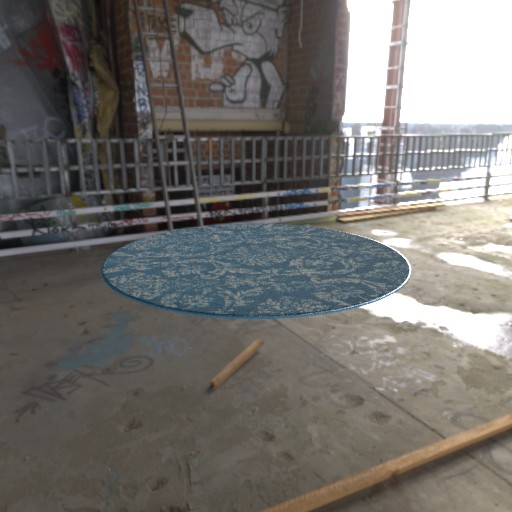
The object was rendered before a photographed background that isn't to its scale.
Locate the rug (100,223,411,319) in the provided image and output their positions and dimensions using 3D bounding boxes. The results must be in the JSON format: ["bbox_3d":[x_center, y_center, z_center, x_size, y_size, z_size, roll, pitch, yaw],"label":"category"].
[{"bbox_3d":[0.000,0.000,2.394,1.593,0.012,1.593,0,17,0],"label":"rug"}]
